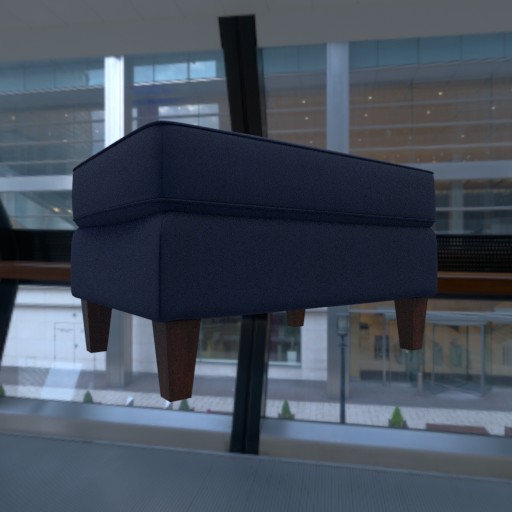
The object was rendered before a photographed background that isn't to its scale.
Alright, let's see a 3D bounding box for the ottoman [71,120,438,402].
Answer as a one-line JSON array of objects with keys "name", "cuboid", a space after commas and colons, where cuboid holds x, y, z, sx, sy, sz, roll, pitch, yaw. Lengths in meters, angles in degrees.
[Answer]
[{"name": "ottoman", "cuboid": [0.000, 0.000, 1.380, 0.965, 0.584, 0.686, 0, 0, -36]}]
